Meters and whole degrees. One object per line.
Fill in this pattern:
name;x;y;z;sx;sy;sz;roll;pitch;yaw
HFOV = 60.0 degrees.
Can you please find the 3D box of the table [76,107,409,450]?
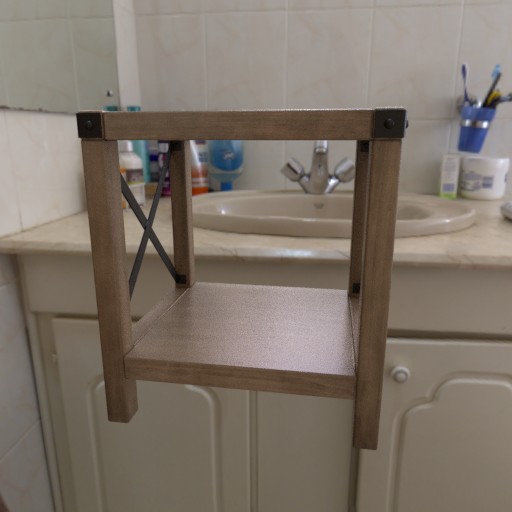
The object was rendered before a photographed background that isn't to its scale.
table;0.000;0.000;0.931;0.510;0.561;0.459;2;15;9
